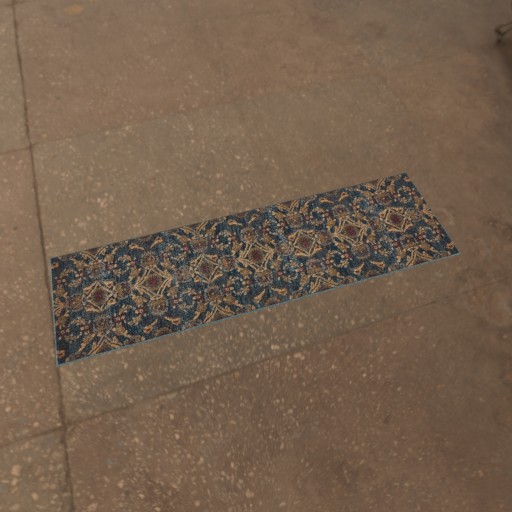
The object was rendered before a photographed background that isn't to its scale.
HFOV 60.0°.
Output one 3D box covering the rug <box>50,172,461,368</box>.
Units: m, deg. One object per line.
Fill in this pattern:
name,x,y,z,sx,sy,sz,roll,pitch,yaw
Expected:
rug,0.000,0.000,2.574,2.292,0.014,0.685,-15,58,-9
